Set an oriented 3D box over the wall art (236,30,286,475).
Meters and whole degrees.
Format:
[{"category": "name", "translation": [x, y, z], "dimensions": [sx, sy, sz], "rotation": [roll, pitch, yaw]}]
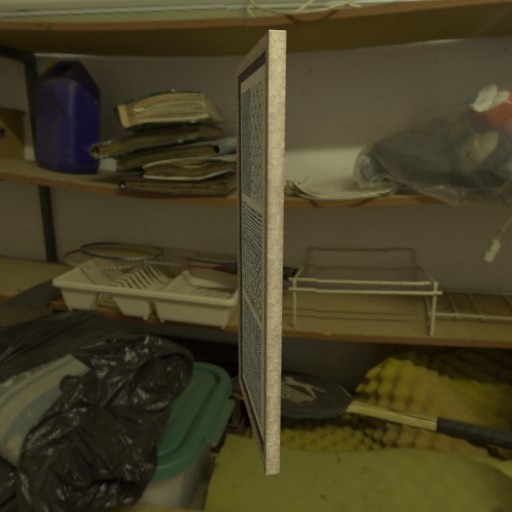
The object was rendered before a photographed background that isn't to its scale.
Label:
[{"category": "wall art", "translation": [0.000, 0.000, 1.724], "dimensions": [0.051, 1.461, 0.648], "rotation": [-3, 15, -10]}]
